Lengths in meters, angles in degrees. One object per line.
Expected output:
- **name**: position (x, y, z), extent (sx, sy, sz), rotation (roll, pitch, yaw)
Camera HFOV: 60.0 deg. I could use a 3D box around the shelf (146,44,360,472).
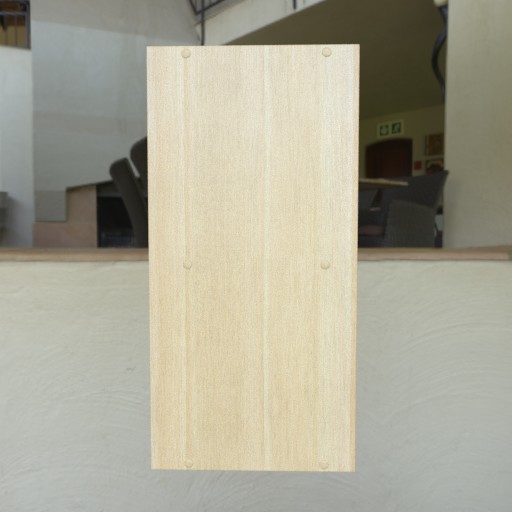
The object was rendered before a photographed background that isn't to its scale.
- **shelf**: position (0.000, 0.000, 0.820), extent (0.290, 0.592, 0.414), rotation (0, 3, 1)
